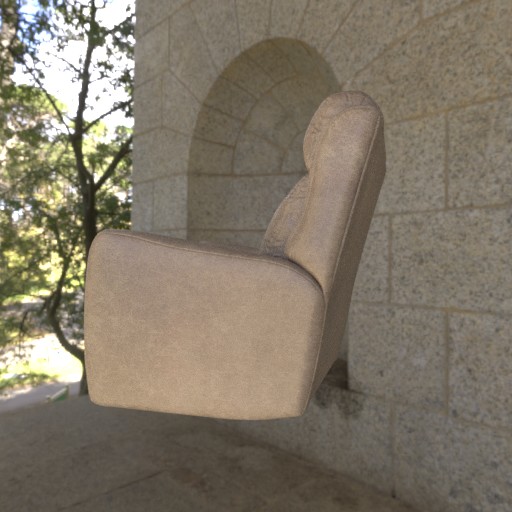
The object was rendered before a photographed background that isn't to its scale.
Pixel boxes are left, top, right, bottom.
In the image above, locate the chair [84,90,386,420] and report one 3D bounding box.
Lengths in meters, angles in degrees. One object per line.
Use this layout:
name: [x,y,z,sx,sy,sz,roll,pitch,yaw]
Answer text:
chair: [0.000,0.000,1.897,1.068,1.116,0.967,0,0,18]
